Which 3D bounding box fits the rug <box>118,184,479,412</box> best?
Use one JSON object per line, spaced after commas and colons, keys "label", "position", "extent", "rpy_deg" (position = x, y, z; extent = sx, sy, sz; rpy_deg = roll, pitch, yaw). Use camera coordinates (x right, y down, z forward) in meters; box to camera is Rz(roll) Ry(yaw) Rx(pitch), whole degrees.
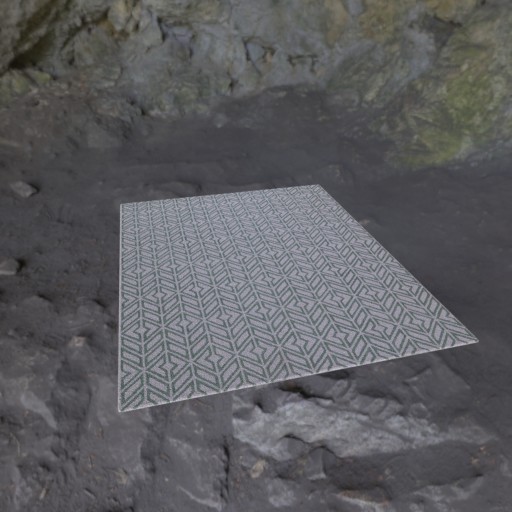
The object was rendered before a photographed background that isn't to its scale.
{"label": "rug", "position": [0.000, 0.000, 4.102], "extent": [2.441, 0.017, 3.050], "rpy_deg": [-7, 31, -12]}
